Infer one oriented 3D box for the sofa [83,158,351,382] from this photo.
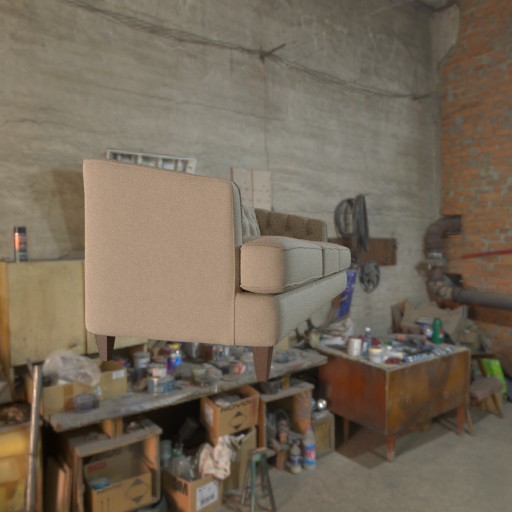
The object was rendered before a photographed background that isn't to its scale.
[{"bbox_3d":[0.000,0.000,2.667,0.941,0.855,2.278,0,1,17],"label":"sofa"}]
